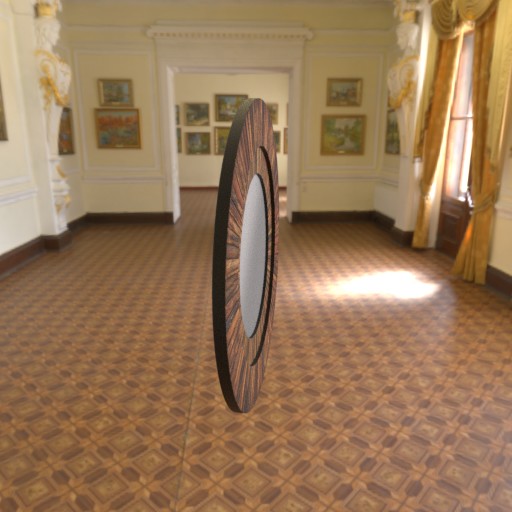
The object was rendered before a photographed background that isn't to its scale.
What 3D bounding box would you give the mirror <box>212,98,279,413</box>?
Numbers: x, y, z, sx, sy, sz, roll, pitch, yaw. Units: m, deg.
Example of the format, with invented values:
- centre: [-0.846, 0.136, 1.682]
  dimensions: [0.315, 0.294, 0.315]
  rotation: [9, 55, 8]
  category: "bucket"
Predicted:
- centre: [0.000, 0.000, 1.606]
  dimensions: [0.036, 1.077, 1.077]
  rotation: [3, 15, 10]
  category: "mirror"
